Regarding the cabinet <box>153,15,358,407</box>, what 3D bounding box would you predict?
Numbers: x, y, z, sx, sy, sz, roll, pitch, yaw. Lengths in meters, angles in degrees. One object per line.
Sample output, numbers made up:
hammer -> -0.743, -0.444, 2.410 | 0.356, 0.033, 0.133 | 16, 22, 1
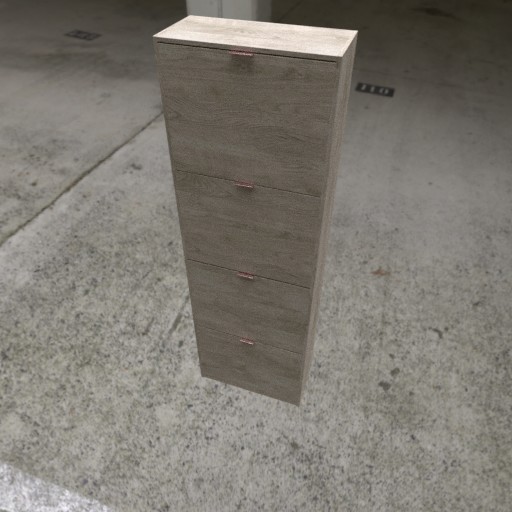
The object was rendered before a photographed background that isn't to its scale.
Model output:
cabinet -> 0.000, 0.000, 1.759 | 0.520, 1.630, 0.250 | 13, 43, 14
